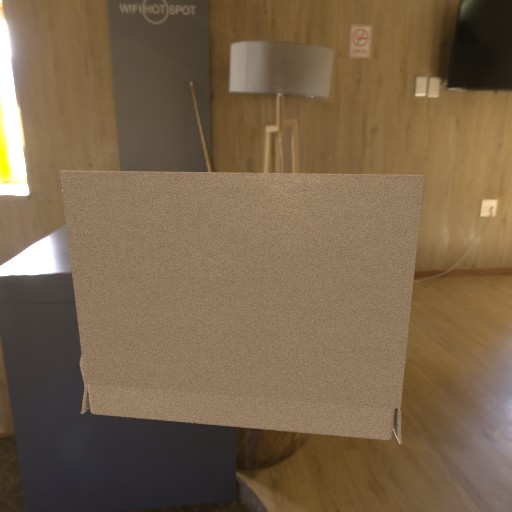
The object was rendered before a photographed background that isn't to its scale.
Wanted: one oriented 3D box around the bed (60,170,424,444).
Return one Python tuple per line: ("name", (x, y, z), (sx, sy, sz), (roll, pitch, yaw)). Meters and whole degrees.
("bed", (0.000, 0.000, 3.106), (1.745, 1.335, 2.094), (2, 16, 8))
